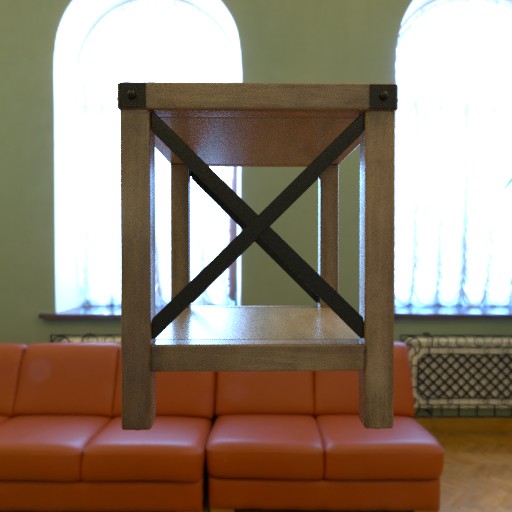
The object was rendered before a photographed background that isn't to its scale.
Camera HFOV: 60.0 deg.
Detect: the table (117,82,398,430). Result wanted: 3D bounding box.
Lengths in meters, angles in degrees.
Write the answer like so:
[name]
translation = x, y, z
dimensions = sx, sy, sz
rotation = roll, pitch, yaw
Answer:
[table]
translation = 0.000, 0.000, 0.953
dimensions = 0.459, 0.561, 0.510
rotation = 0, 1, -1
